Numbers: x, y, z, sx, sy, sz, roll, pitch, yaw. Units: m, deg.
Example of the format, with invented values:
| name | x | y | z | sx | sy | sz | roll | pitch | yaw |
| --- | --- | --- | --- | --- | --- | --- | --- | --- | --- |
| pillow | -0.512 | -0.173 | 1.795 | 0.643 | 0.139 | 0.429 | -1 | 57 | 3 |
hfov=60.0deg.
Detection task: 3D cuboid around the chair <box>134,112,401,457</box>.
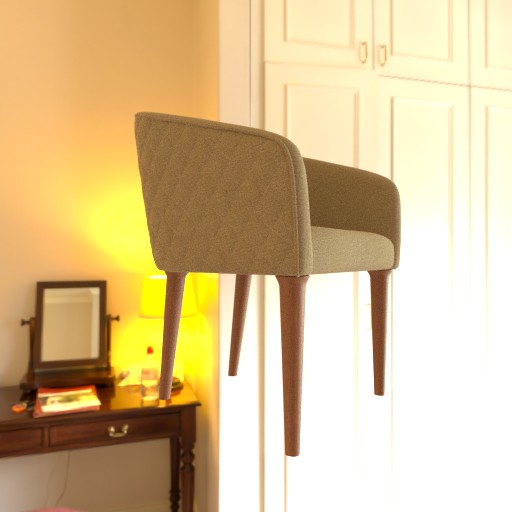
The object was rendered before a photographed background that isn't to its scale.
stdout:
| name | x | y | z | sx | sy | sz | roll | pitch | yaw |
| --- | --- | --- | --- | --- | --- | --- | --- | --- | --- |
| chair | 0.000 | 0.000 | 1.202 | 0.616 | 0.775 | 0.584 | 0 | 0 | 36 |
